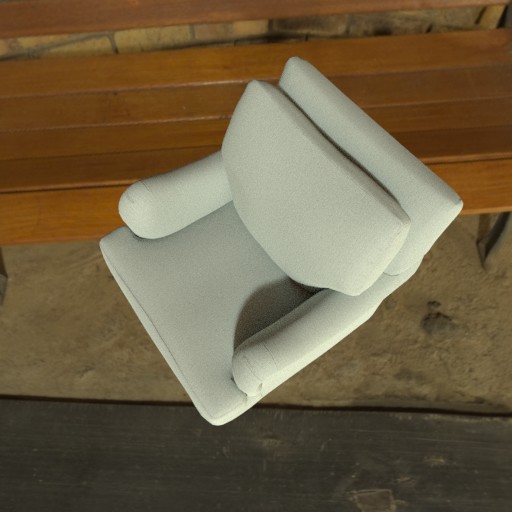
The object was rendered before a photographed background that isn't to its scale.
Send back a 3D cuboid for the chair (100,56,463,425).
[{"bbox_3d":[0.000,0.000,1.865,1.070,1.038,0.955,-33,67,-16],"label":"chair"}]
